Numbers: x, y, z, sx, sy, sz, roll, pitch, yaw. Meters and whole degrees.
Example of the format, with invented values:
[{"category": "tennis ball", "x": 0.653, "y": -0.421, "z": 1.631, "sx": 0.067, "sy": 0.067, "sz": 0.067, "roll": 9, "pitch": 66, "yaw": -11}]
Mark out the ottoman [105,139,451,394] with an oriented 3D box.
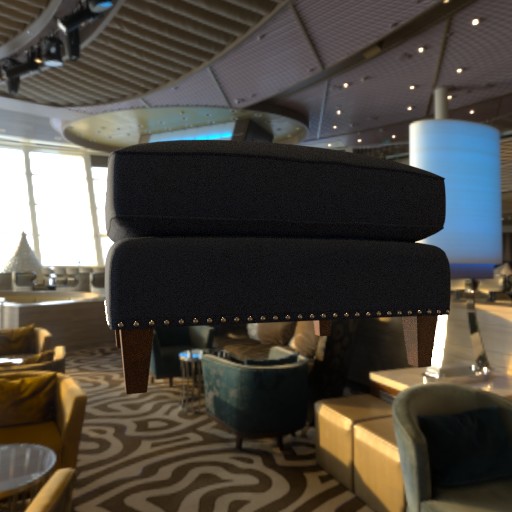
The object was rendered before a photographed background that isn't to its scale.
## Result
[{"category": "ottoman", "x": 0.000, "y": 0.000, "z": 1.151, "sx": 0.741, "sy": 0.513, "sz": 0.584, "roll": 0, "pitch": -1, "yaw": -19}]
